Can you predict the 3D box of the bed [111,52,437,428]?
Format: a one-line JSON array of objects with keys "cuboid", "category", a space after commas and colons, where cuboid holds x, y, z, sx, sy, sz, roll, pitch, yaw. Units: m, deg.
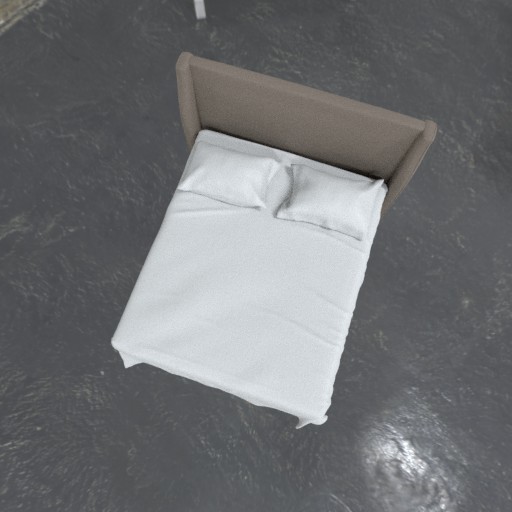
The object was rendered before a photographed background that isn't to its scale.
[{"cuboid": [0.000, 0.000, 3.459, 1.925, 1.332, 2.276, 18, 74, 5], "category": "bed"}]
